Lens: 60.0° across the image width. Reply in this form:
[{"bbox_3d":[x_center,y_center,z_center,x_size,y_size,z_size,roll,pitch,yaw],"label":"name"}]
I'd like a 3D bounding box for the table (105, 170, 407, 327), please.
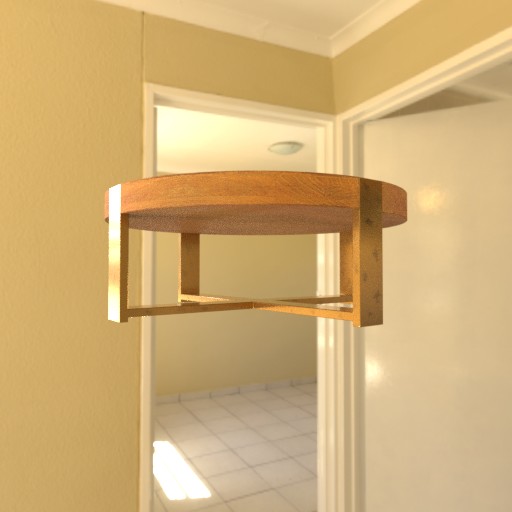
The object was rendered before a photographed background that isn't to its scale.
[{"bbox_3d":[0.000,0.000,1.705,1.100,0.420,1.100,0,-1,0],"label":"table"}]
